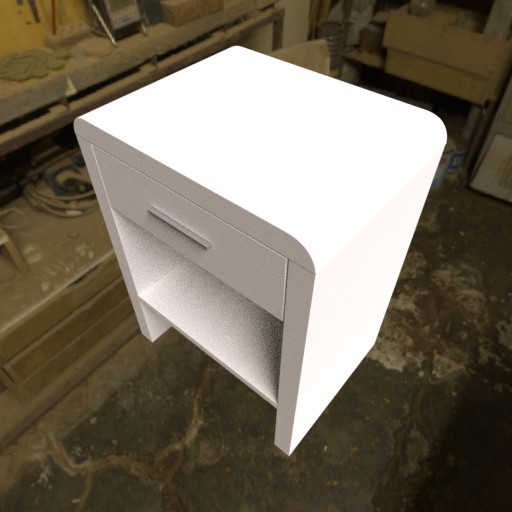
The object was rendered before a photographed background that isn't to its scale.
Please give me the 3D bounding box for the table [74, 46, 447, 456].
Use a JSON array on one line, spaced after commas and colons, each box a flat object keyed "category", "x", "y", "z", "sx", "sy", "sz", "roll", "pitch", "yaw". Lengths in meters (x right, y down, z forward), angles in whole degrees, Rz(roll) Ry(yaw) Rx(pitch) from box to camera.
[{"category": "table", "x": 0.000, "y": 0.000, "z": 0.857, "sx": 0.450, "sy": 0.590, "sz": 0.350, "roll": 31, "pitch": 54, "yaw": 26}]
